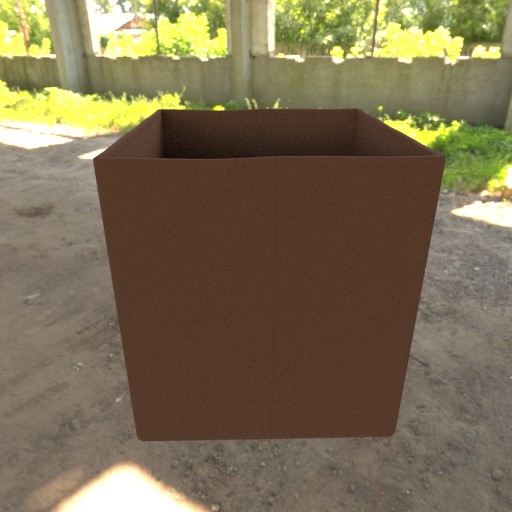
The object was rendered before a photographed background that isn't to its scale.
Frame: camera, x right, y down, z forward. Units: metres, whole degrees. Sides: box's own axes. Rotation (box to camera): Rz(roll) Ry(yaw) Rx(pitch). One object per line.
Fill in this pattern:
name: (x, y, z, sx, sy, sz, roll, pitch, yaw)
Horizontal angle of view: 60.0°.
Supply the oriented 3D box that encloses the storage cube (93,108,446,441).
storage cube: (0.000, 0.000, 0.492, 0.270, 0.280, 0.270, -1, 26, -1)
